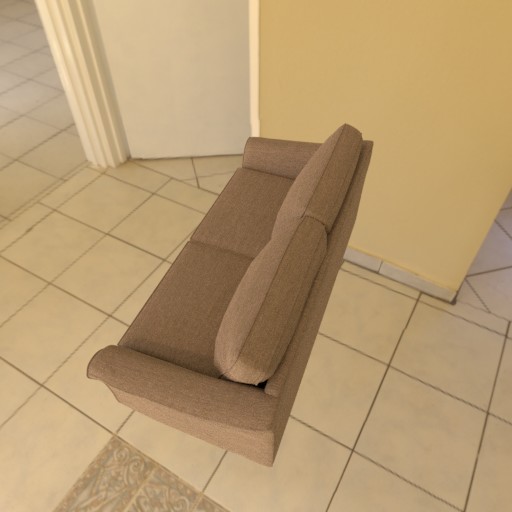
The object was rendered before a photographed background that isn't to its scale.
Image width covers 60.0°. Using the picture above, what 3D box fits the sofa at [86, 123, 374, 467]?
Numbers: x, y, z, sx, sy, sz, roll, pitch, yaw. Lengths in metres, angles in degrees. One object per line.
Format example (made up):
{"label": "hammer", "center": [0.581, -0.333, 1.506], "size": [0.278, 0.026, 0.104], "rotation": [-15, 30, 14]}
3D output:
{"label": "sofa", "center": [0.000, 0.000, 2.803], "size": [0.980, 0.965, 2.270], "rotation": [16, 49, 14]}
